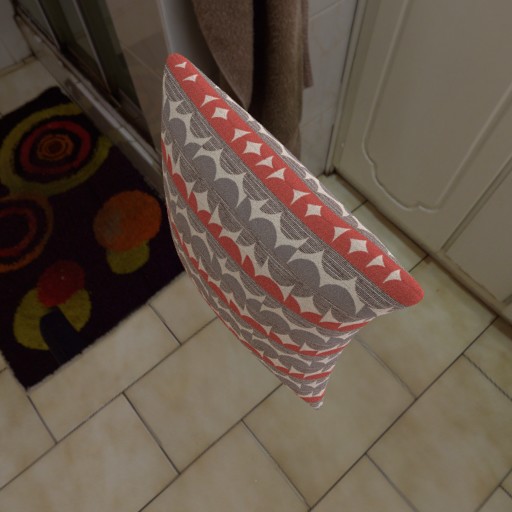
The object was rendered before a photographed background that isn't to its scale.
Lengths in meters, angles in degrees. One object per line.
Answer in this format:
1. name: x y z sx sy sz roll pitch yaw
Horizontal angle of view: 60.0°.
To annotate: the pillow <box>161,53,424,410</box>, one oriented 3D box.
1. pillow: 0.000 0.000 0.642 0.180 0.410 0.420 -35 68 -16
